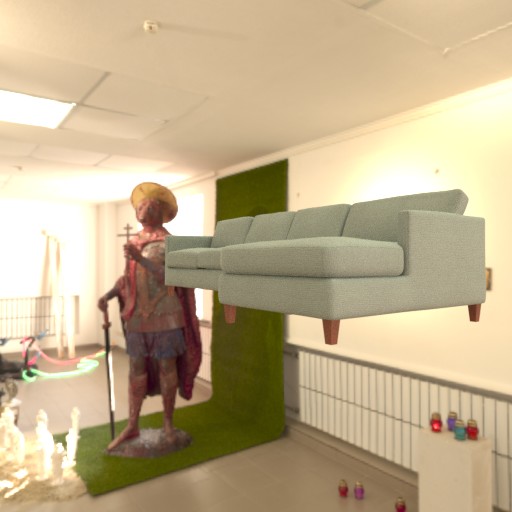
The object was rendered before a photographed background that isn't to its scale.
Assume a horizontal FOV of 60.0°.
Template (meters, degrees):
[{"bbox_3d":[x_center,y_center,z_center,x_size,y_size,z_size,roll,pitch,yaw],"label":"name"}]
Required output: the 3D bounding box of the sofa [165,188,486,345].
[{"bbox_3d":[0.000,0.000,4.070,1.604,0.950,3.471,0,-1,-36],"label":"sofa"}]
